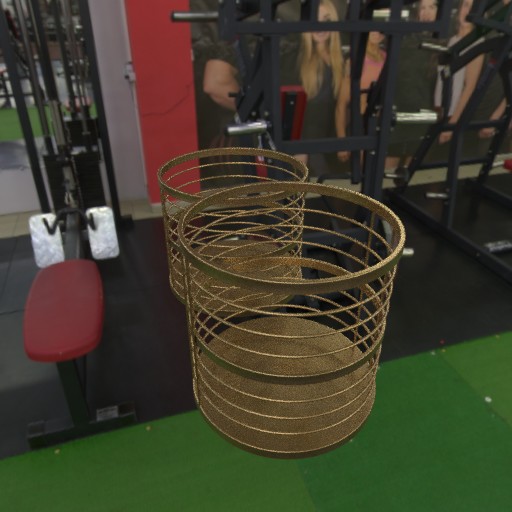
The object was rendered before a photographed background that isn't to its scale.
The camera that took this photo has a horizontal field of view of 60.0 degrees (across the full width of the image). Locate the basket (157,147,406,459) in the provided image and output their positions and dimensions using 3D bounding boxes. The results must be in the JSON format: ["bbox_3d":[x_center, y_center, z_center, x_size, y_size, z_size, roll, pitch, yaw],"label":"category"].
[{"bbox_3d":[0.000,0.000,0.957,0.356,0.351,0.746,-8,31,-14],"label":"basket"}]
